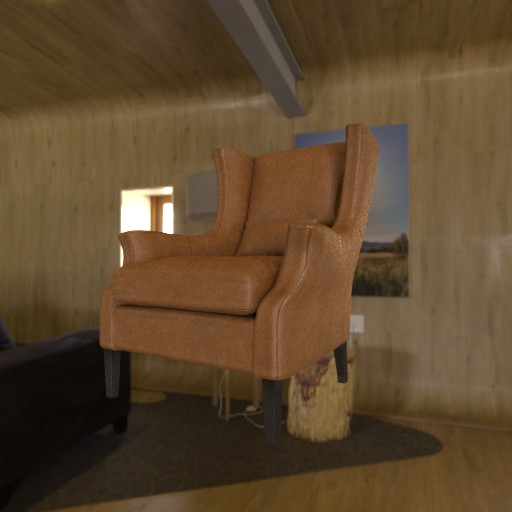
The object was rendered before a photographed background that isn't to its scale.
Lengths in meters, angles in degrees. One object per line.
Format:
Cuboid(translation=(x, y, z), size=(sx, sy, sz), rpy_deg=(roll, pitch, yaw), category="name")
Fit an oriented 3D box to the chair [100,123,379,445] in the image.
Cuboid(translation=(0.000, 0.000, 1.744), size=(0.852, 1.016, 0.925), rpy_deg=(0, 0, 35), category="chair")
